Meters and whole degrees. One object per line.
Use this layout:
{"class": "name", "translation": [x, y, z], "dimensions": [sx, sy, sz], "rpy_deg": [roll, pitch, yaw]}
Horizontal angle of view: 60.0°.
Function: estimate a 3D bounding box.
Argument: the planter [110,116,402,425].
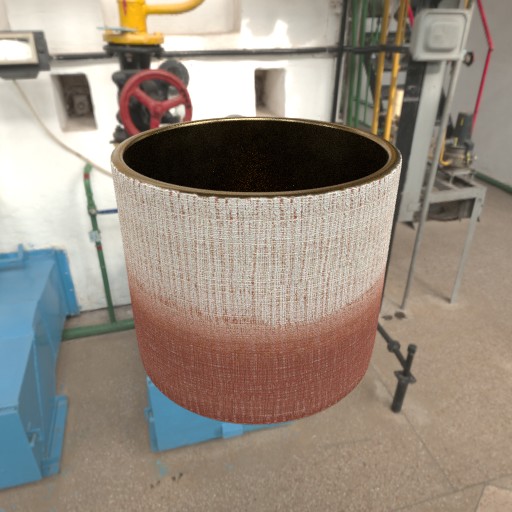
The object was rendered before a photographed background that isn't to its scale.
{"class": "planter", "translation": [0.000, 0.000, 0.313], "dimensions": [0.178, 0.157, 0.178], "rpy_deg": [0, 29, 0]}
